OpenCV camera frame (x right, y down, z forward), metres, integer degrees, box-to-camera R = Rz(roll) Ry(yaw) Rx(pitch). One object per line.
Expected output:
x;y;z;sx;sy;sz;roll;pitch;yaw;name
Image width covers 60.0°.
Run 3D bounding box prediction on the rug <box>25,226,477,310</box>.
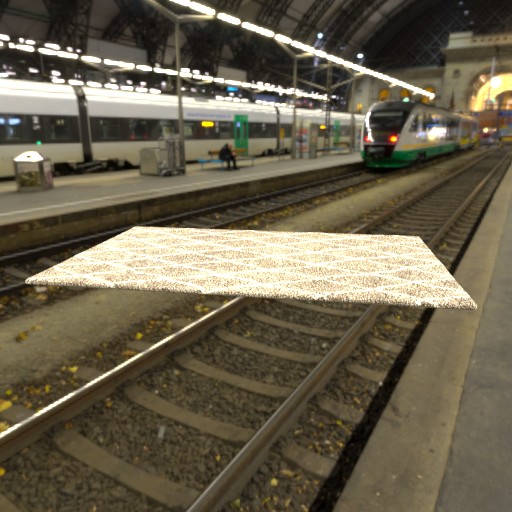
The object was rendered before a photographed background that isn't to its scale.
0.000;0.000;3.066;2.438;0.030;1.524;2;16;9;rug
